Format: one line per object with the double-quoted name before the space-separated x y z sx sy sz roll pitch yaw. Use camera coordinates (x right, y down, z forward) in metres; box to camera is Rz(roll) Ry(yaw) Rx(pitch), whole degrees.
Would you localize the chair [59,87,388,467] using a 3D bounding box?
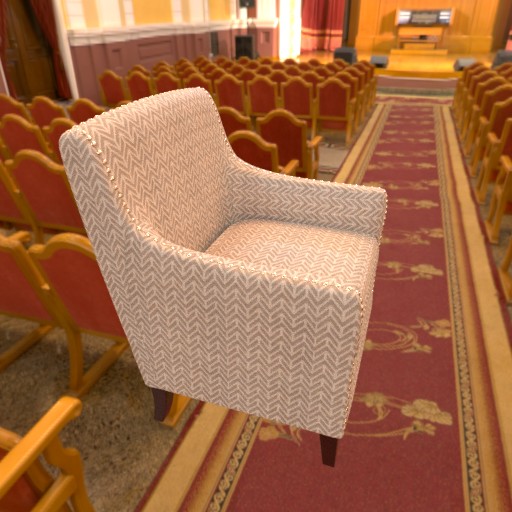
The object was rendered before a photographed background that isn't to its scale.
"chair" 0.000 0.000 1.244 0.651 0.816 0.623 10 31 17
